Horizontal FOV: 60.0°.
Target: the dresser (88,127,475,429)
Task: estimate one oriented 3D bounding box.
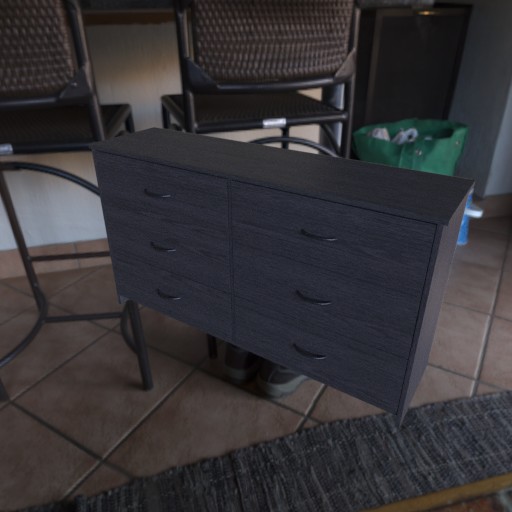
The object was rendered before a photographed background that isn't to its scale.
[{"bbox_3d":[0.000,0.000,1.728,1.360,0.755,0.401,17,33,29],"label":"dresser"}]
